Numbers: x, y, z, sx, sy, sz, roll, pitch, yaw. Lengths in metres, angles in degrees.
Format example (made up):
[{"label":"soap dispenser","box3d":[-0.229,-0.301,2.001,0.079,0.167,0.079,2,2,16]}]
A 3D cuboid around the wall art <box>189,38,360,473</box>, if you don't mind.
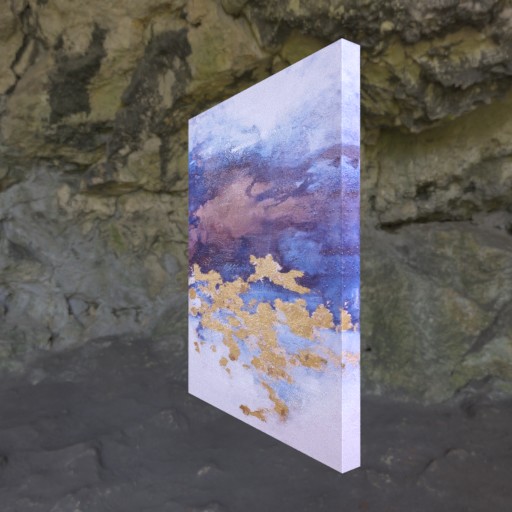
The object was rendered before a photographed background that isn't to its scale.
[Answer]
[{"label":"wall art","box3d":[0.000,0.000,0.777,0.036,0.581,0.437,0,0,-36]}]
